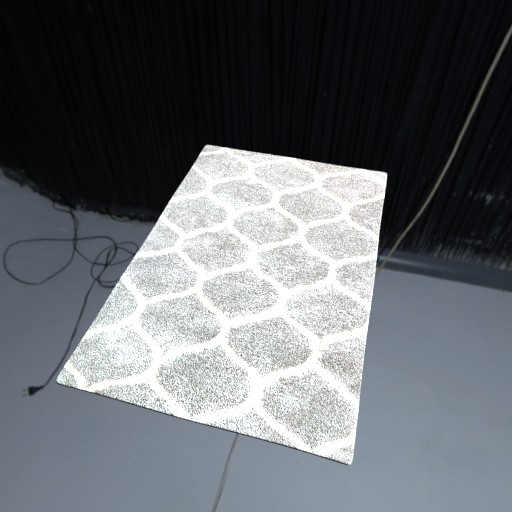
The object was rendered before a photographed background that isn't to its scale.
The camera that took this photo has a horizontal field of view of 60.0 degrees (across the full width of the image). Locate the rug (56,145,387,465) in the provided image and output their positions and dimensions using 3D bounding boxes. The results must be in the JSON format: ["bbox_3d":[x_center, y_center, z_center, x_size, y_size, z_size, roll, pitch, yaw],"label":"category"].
[{"bbox_3d":[0.000,0.000,3.418,1.801,0.026,2.701,11,48,11],"label":"rug"}]
